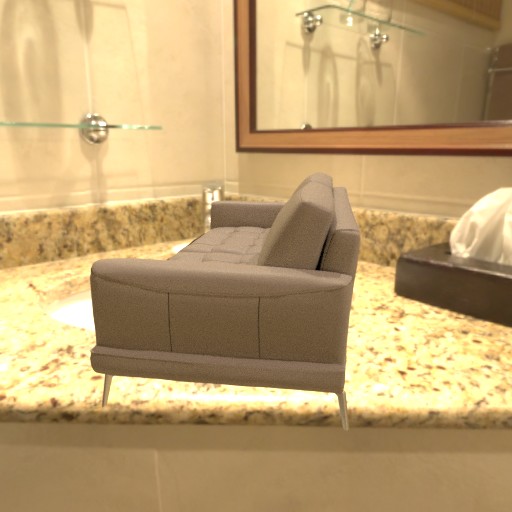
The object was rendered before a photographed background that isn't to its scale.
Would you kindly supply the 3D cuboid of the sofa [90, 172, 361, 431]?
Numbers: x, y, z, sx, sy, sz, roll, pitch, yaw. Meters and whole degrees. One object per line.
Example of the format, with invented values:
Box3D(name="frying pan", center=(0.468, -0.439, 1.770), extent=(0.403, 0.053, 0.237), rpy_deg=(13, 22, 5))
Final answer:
Box3D(name="sofa", center=(0.000, 0.000, 2.734), extent=(1.121, 0.930, 2.177), rpy_deg=(2, 15, 9))
